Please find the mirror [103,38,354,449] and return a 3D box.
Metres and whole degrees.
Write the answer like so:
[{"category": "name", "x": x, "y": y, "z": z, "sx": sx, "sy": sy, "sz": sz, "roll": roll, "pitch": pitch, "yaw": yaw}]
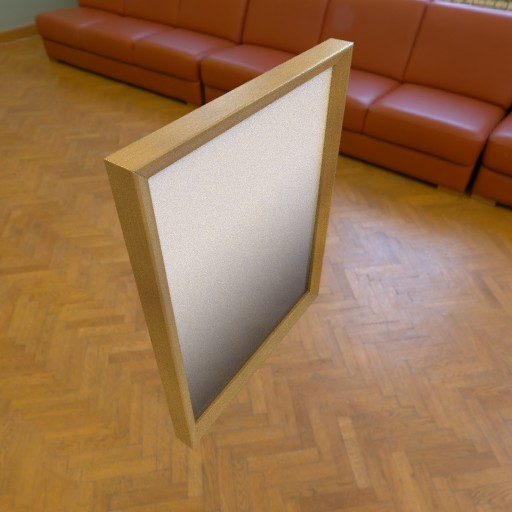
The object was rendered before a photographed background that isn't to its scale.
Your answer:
[{"category": "mirror", "x": 0.000, "y": 0.000, "z": 0.663, "sx": 0.041, "sy": 0.509, "sz": 0.406, "roll": 26, "pitch": 48, "yaw": 25}]
